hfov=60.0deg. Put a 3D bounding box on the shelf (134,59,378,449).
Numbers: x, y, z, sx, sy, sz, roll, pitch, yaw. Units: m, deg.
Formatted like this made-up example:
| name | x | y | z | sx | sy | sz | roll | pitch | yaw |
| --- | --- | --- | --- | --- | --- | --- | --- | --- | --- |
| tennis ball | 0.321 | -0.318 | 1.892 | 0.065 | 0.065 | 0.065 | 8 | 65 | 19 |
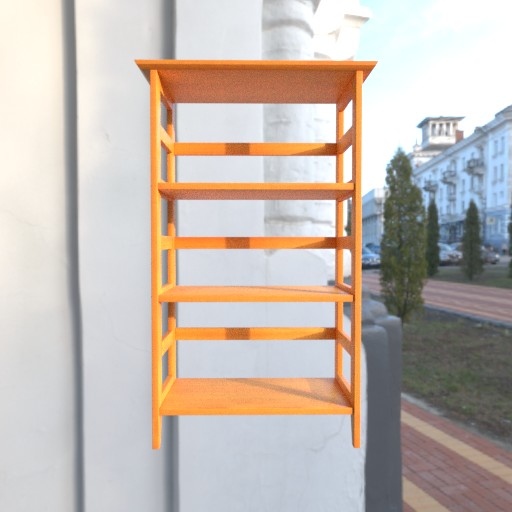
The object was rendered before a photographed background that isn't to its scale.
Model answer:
| name | x | y | z | sx | sy | sz | roll | pitch | yaw |
| --- | --- | --- | --- | --- | --- | --- | --- | --- | --- |
| shelf | 0.000 | 0.000 | 1.364 | 0.660 | 1.067 | 0.305 | 0 | 1 | -1 |
